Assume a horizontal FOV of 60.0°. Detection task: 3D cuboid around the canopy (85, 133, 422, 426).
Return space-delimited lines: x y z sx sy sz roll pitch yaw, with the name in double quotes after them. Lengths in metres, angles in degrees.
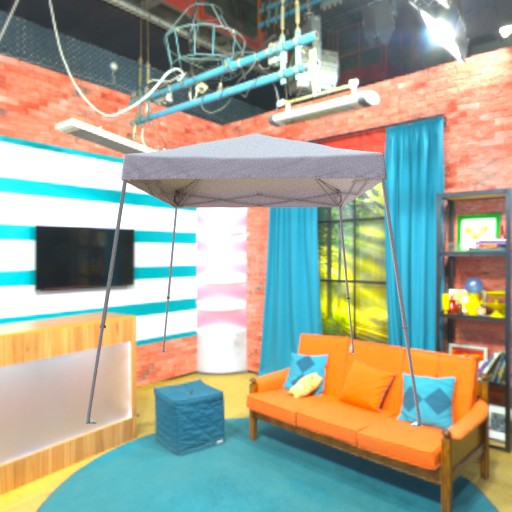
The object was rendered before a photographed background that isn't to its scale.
0.000 0.000 5.163 2.850 2.850 2.849 0 0 1 "canopy"
